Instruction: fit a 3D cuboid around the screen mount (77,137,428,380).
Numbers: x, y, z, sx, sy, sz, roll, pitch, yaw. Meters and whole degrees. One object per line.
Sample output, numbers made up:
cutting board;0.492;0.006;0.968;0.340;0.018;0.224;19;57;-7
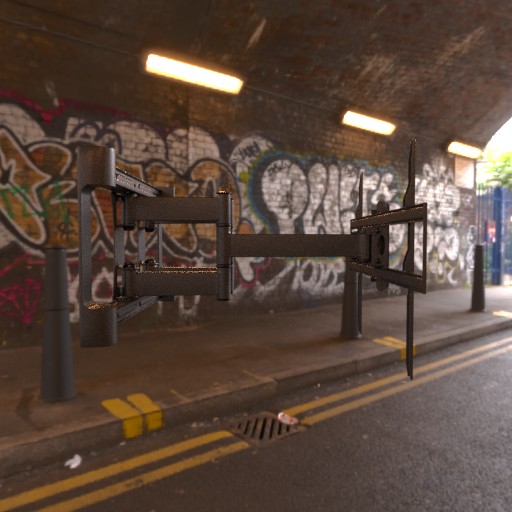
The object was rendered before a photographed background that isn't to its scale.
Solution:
screen mount;0.000;0.000;1.121;0.644;0.491;0.661;0;2;0
